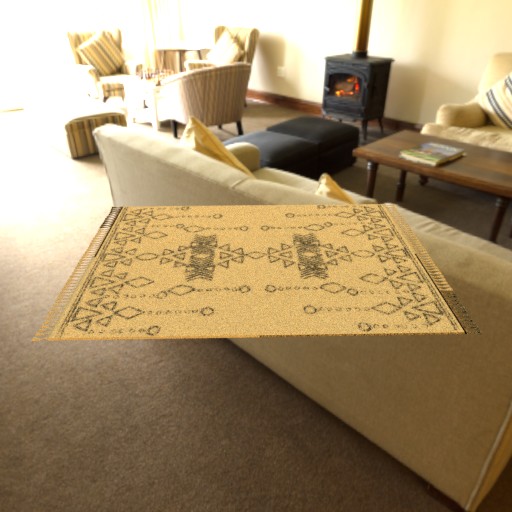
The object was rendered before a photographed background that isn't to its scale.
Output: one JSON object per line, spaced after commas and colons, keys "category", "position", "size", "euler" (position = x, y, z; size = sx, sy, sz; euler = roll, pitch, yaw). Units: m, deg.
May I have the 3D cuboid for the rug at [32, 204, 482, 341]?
{"category": "rug", "position": [0.000, 0.000, 2.951], "size": [2.312, 0.013, 1.600], "euler": [-1, 31, -1]}
